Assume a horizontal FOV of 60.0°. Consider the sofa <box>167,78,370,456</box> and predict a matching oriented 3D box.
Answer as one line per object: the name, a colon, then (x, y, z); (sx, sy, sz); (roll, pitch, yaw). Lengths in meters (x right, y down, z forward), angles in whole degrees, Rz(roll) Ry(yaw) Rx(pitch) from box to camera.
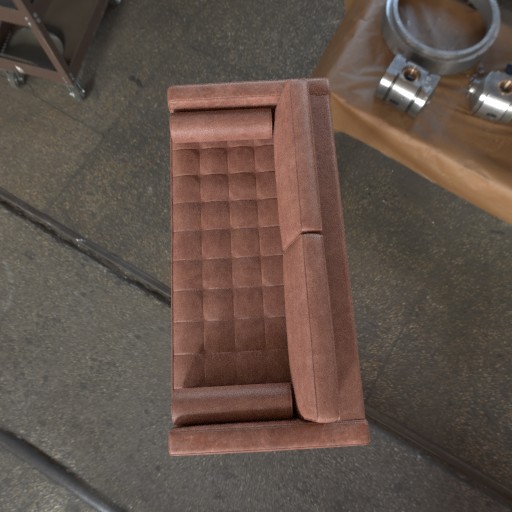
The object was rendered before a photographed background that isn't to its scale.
sofa: (0.000, 0.000, 2.332); (0.910, 0.760, 1.870); (-3, 75, -1)
